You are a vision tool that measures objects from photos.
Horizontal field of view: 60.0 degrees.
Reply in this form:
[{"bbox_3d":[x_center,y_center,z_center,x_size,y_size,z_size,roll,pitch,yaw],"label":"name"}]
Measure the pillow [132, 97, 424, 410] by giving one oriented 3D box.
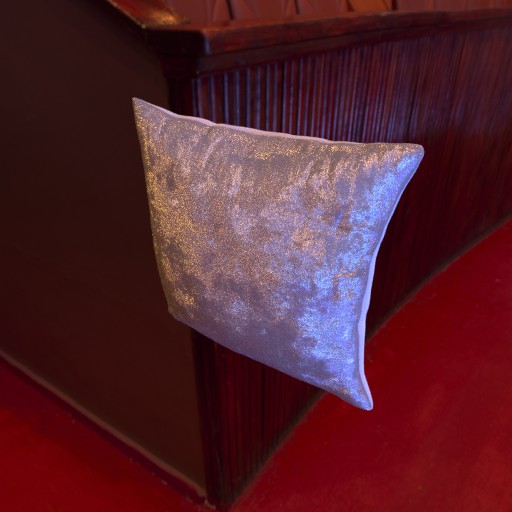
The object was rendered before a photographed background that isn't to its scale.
[{"bbox_3d":[0.000,0.000,0.743,0.470,0.464,0.175,18,36,27],"label":"pillow"}]
